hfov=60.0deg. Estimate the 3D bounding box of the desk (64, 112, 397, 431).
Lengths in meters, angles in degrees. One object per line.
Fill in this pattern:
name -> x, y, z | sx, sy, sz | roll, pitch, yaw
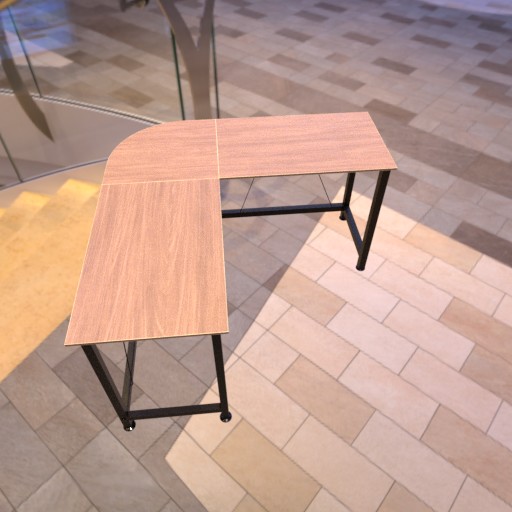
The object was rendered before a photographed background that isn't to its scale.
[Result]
desk -> 0.000, 0.000, 2.260 | 1.400, 0.762, 1.400 | -4, 47, -4
